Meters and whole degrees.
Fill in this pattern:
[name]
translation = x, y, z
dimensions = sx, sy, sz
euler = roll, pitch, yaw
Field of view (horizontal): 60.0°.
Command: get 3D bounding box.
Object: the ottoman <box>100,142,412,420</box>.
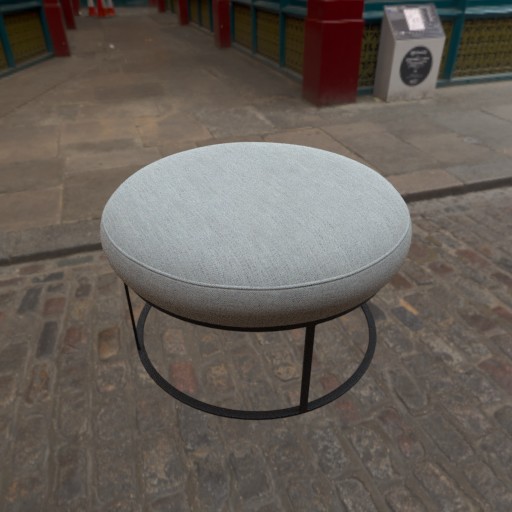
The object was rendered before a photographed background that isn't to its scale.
[ottoman]
translation = 0.000, 0.000, 1.212
dimensions = 0.769, 0.459, 0.769
euler = 0, 33, 0
